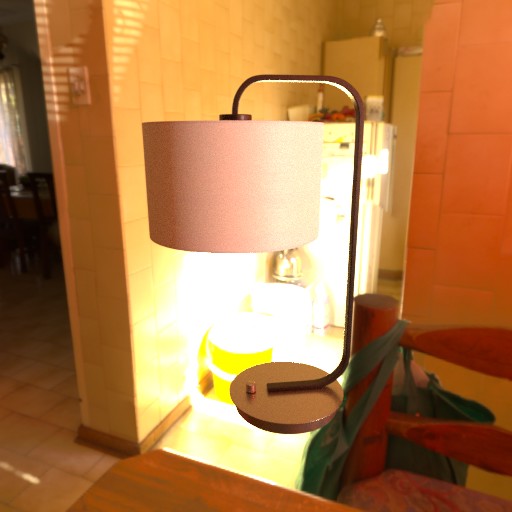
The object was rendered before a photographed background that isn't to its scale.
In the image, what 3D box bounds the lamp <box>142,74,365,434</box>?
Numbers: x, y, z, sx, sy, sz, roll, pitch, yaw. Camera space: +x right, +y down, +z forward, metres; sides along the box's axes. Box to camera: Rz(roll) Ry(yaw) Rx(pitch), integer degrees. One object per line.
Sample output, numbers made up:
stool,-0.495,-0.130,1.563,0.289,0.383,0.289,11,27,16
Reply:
lamp,0.000,0.000,0.621,0.288,0.473,0.230,-2,15,-7
